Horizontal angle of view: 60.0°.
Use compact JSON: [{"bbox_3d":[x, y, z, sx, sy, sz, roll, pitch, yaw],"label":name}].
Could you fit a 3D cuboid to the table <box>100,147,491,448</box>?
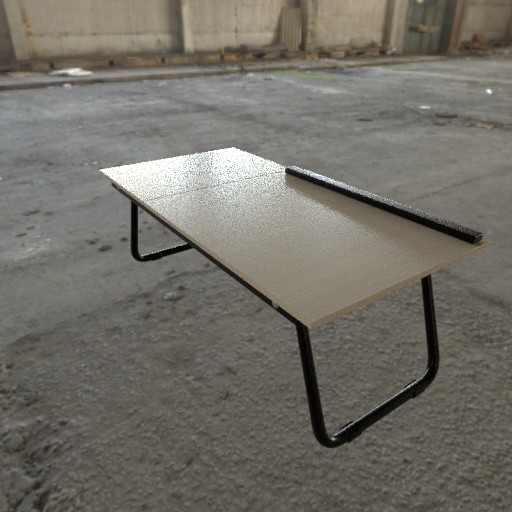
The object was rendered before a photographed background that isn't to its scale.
[{"bbox_3d":[0.000,0.000,0.798,0.322,0.242,0.644,-18,32,-31],"label":"table"}]
